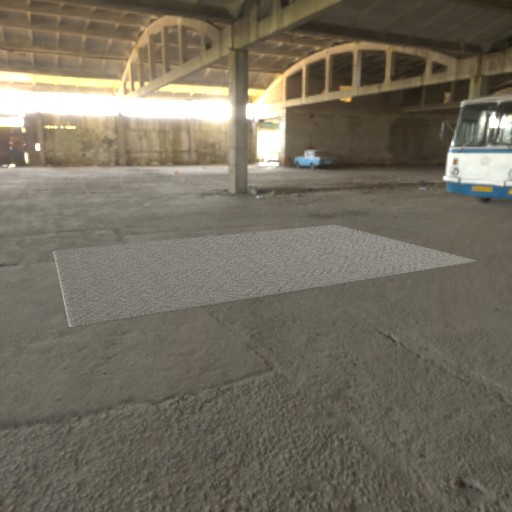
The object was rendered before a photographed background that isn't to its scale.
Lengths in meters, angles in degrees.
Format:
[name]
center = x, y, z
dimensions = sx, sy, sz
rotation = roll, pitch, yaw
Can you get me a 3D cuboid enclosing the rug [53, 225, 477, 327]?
[rug]
center = 0.000, 0.000, 2.986
dimensions = 2.438, 0.008, 1.523
rotation = -7, 15, -25
